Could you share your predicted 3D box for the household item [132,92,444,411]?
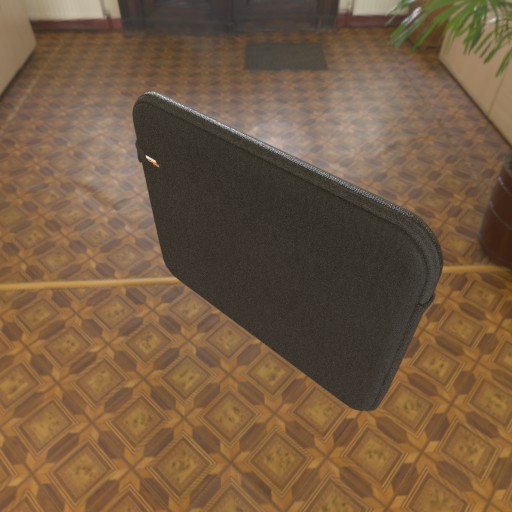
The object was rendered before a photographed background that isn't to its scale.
[{"bbox_3d":[0.000,0.000,0.522,0.396,0.305,0.030,32,54,27],"label":"household item"}]
